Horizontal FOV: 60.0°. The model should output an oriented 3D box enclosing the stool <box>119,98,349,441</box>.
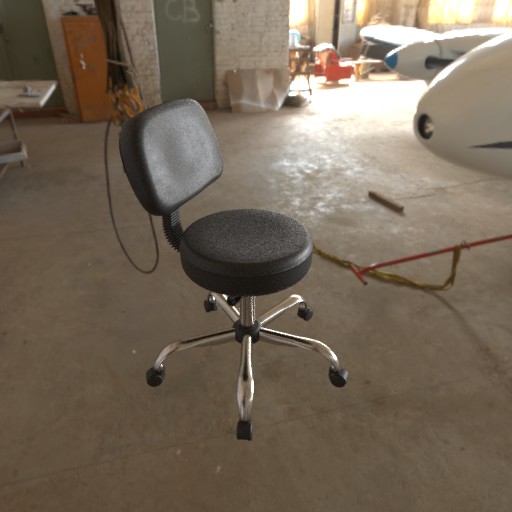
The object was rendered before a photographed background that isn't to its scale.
[{"bbox_3d":[0.000,0.000,1.361,0.648,0.862,0.673,11,31,18],"label":"stool"}]
